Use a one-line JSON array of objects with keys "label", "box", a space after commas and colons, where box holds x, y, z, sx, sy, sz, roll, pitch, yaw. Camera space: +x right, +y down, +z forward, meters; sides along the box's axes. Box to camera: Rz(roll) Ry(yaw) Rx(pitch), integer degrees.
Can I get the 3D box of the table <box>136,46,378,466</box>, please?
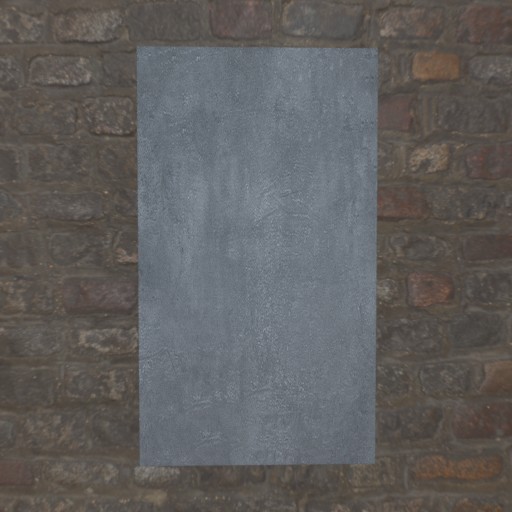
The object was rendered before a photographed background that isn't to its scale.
[{"label": "table", "box": [0.000, 0.000, 0.916, 0.400, 0.350, 0.700, 0, 92, -1]}]
